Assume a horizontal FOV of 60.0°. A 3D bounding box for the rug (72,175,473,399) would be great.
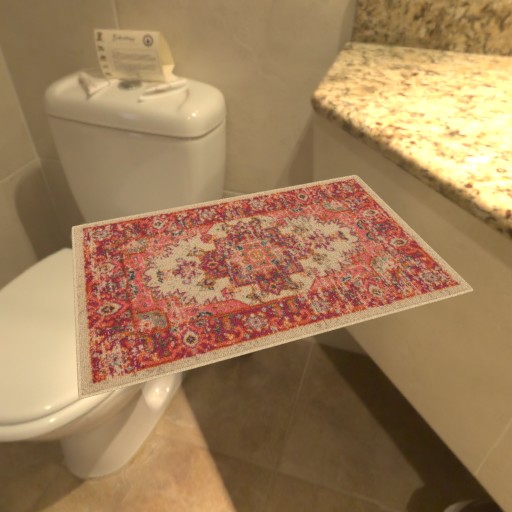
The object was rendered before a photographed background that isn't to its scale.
[{"bbox_3d":[0.000,0.000,1.108,0.868,0.004,0.556,-12,42,-14],"label":"rug"}]
